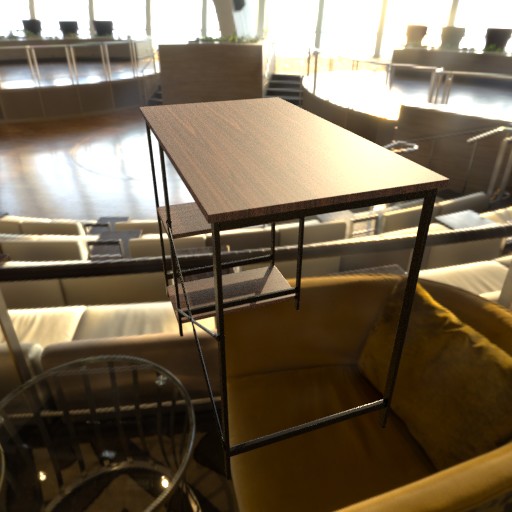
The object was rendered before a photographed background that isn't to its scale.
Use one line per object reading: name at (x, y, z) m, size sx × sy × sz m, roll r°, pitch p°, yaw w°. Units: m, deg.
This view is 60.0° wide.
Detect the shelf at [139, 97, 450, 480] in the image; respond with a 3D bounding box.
shelf at (0.000, 0.000, 1.368) m, size 0.498 × 0.750 × 0.902 m, roll -10°, pitch 32°, yaw -17°
